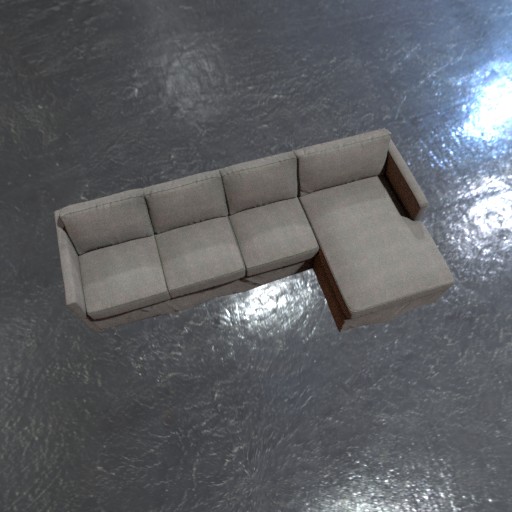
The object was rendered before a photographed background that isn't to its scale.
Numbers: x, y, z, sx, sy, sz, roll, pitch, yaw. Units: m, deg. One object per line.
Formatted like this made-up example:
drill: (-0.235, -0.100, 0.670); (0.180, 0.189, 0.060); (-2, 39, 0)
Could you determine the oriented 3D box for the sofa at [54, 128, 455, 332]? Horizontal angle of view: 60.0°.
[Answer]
sofa: (0.000, 0.000, 3.973); (3.205, 0.922, 1.650); (-16, 64, -8)
